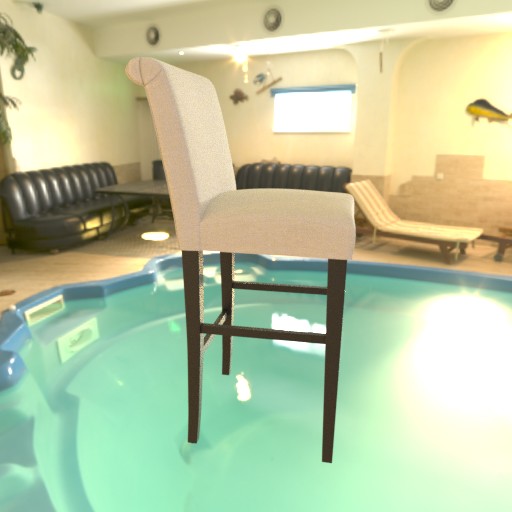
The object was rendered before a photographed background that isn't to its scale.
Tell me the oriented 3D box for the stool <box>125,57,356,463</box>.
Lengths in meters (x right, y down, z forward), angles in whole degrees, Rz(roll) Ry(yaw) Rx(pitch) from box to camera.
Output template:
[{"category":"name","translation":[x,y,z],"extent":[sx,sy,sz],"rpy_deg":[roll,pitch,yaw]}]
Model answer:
[{"category":"stool","translation":[0.000,0.000,1.411],"extent":[0.597,1.124,0.452],"rpy_deg":[3,16,11]}]
